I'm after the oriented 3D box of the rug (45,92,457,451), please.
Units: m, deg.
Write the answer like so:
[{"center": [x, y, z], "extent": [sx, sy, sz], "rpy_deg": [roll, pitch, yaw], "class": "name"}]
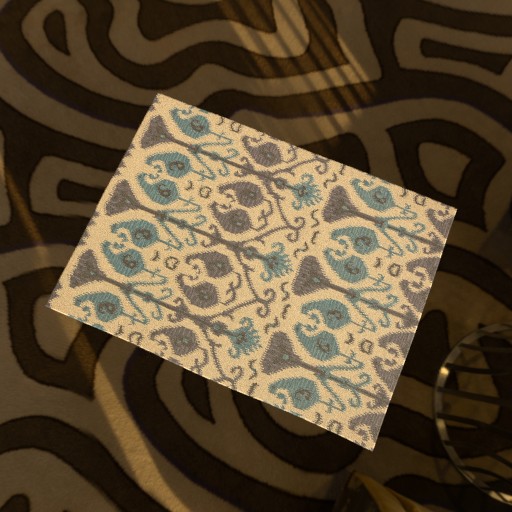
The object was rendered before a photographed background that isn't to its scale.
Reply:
[{"center": [0.000, 0.000, 2.936], "extent": [2.261, 0.013, 1.676], "rpy_deg": [23, 79, 5], "class": "rug"}]
